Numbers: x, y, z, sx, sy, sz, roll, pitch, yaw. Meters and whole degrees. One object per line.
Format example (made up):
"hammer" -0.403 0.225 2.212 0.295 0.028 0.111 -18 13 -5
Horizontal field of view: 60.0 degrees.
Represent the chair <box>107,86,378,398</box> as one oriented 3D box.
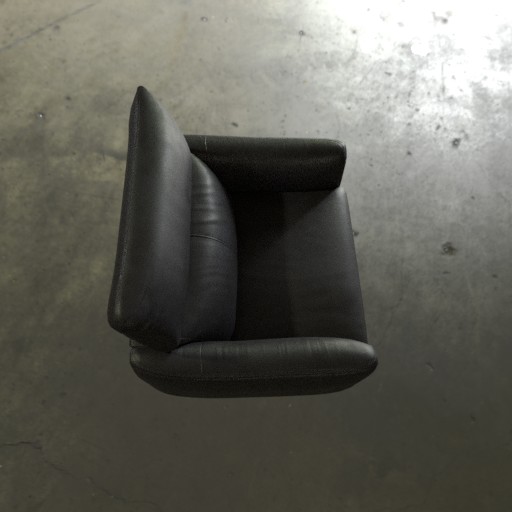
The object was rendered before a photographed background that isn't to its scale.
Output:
"chair" 0.000 0.000 1.670 0.809 0.949 0.976 -2 65 -1
